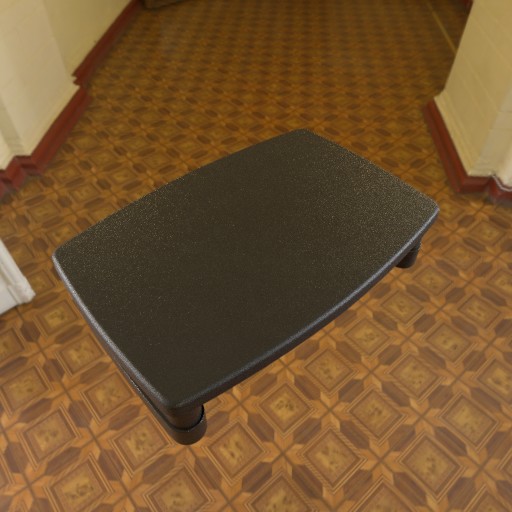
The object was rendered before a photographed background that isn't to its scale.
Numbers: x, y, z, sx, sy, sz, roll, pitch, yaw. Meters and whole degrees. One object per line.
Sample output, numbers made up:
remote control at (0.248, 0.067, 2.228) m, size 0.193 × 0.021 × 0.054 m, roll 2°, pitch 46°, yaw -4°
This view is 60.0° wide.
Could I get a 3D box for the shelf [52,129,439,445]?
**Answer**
shelf at (0.000, 0.000, 0.545) m, size 0.410 × 0.100 × 0.280 m, roll -32°, pitch 55°, yaw -27°
